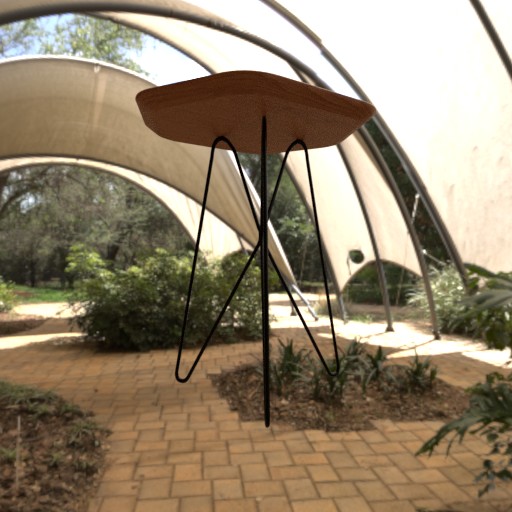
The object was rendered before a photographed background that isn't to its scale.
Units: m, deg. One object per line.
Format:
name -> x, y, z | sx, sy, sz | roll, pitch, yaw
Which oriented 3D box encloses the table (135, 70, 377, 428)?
table -> 0.000, 0.000, 0.906 | 0.500, 0.562, 0.400 | 0, 0, -35
